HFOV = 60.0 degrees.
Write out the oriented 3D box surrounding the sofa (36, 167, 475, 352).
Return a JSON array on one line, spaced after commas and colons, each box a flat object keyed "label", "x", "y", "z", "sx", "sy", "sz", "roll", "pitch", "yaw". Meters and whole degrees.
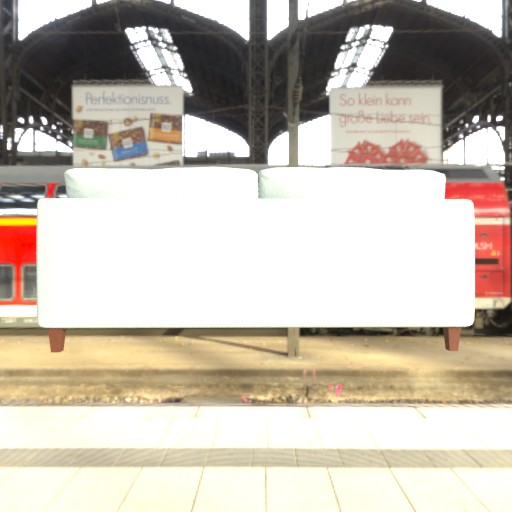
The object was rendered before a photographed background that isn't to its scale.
[{"label": "sofa", "x": 0.000, "y": 0.000, "z": 2.660, "sx": 2.208, "sy": 0.965, "sz": 0.951, "roll": 0, "pitch": 0, "yaw": -1}]
